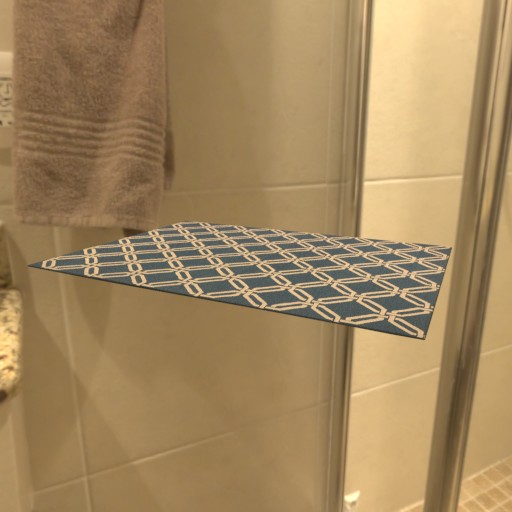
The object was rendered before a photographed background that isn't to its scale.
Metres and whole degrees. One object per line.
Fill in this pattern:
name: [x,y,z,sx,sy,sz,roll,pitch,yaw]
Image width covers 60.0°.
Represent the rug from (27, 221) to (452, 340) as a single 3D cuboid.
rug: [0.000,0.000,4.273,3.342,0.018,2.432,7,17,25]
